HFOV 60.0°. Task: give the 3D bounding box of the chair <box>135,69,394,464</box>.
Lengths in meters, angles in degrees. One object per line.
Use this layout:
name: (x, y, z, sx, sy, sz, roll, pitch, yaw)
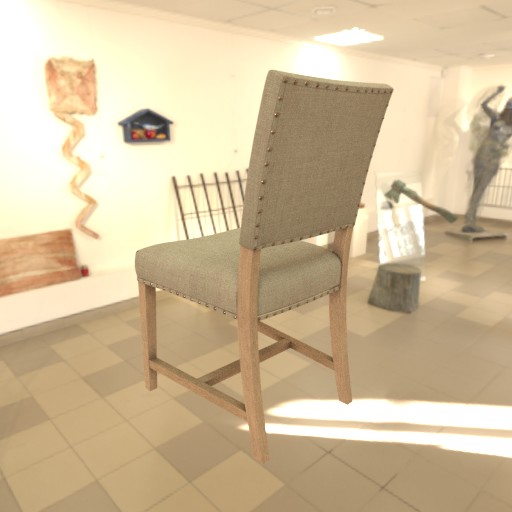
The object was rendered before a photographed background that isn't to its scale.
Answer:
chair: (0.000, 0.000, 1.367, 0.508, 0.986, 0.622, -15, 22, -41)
